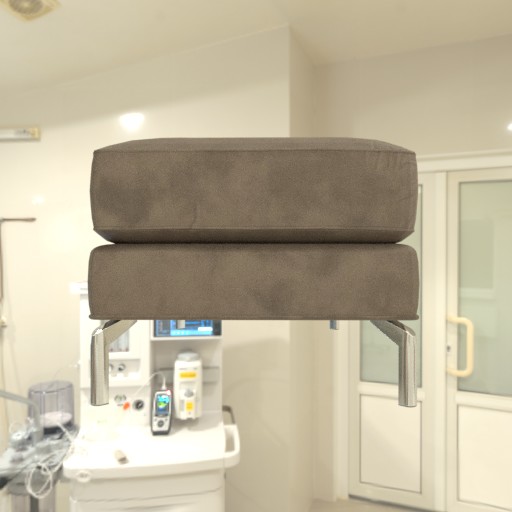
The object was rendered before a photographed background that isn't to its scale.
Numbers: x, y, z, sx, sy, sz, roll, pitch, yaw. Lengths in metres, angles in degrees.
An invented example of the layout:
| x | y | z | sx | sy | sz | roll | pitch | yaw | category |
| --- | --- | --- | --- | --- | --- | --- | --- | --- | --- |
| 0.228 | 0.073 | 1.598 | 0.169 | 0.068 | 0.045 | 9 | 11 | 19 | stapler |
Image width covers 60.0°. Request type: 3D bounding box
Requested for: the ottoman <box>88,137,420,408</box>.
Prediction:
| x | y | z | sx | sy | sz | roll | pitch | yaw | category |
| --- | --- | --- | --- | --- | --- | --- | --- | --- | --- |
| 0.000 | 0.000 | 1.029 | 0.520 | 0.456 | 0.719 | 0 | 0 | 1 | ottoman |
